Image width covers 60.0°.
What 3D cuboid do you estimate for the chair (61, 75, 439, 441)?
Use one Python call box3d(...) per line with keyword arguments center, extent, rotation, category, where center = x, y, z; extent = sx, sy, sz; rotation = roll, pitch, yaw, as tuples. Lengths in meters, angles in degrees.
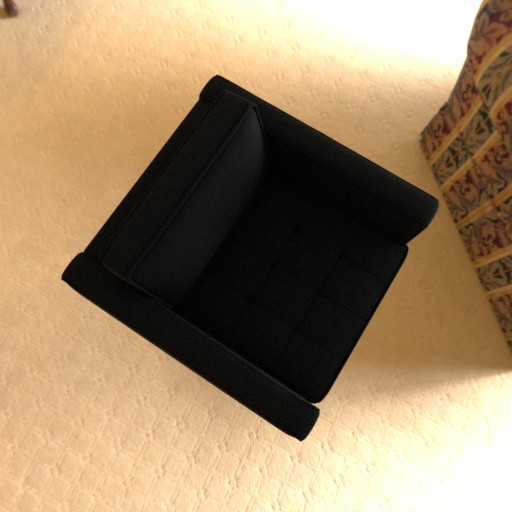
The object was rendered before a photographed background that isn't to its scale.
box3d(center=(0.000, 0.000, 1.610), extent=(0.920, 0.770, 0.899), rotation=(32, 78, 7), category="chair")
